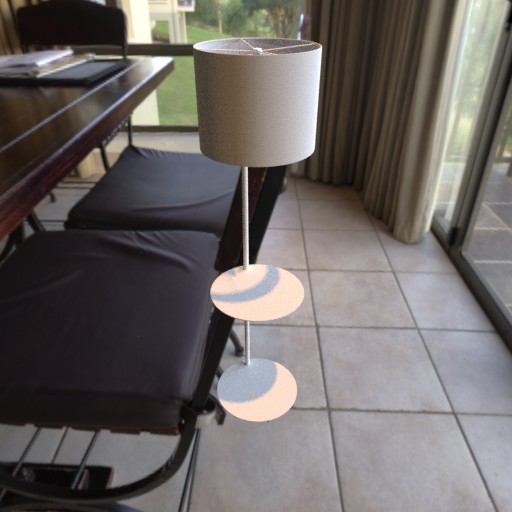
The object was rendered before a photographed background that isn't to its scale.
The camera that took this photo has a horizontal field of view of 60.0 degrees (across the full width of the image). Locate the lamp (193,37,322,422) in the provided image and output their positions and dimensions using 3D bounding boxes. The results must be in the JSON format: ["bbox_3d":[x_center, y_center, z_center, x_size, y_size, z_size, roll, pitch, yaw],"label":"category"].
[{"bbox_3d":[0.000,0.000,1.689,0.372,1.465,0.405,-10,34,-15],"label":"lamp"}]
